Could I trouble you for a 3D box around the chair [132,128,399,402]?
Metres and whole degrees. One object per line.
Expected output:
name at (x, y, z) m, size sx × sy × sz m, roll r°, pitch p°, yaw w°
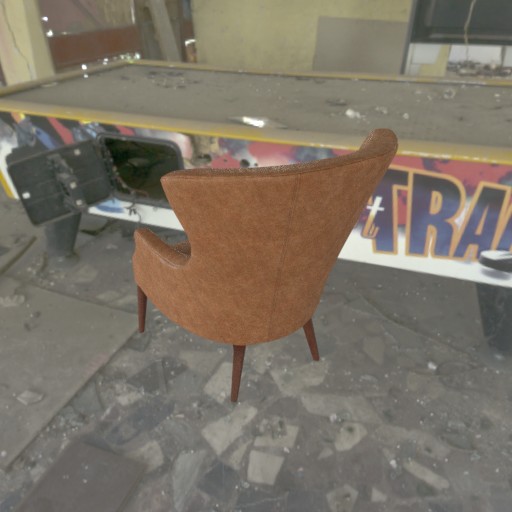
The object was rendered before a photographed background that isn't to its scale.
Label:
chair at (0.000, 0.000, 1.763) m, size 0.846 × 1.067 × 0.955 m, roll -18°, pitch 36°, yaw -27°
